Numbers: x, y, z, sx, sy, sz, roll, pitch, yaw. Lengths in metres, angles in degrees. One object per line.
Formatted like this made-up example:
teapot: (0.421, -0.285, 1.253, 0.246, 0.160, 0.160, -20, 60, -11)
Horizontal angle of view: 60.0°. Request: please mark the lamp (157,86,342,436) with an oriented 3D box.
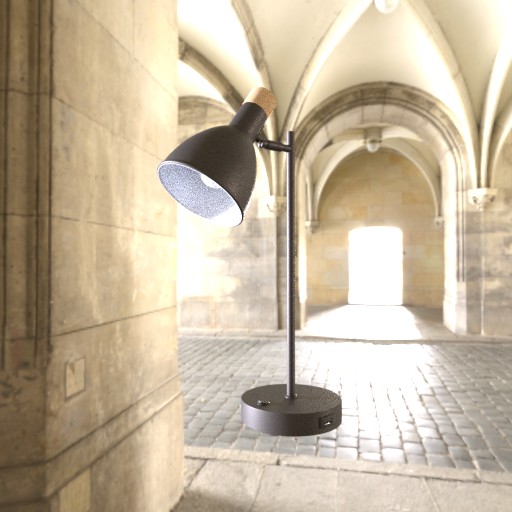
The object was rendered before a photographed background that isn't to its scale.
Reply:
lamp: (0.000, 0.000, 0.630, 0.287, 0.483, 0.152, 1, -1, -36)
